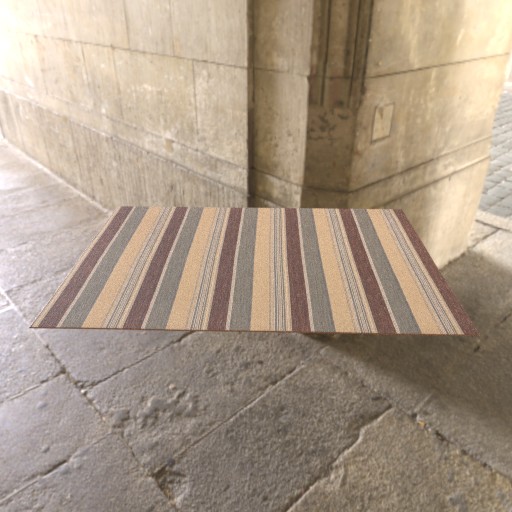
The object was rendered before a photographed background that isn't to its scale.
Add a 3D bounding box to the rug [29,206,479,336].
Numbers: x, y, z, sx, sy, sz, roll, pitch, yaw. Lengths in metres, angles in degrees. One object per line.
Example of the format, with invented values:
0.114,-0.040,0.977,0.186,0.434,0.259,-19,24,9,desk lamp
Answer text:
0.000,0.000,2.320,1.829,0.008,1.219,1,30,1,rug
